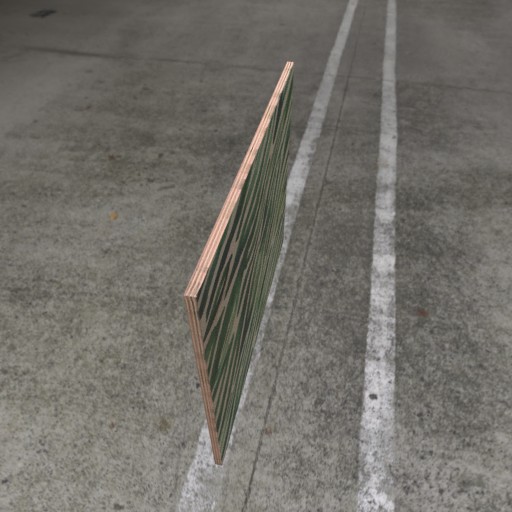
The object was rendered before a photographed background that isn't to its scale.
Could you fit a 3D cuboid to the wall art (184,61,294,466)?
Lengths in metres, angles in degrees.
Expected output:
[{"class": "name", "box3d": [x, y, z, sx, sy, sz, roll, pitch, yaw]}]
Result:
[{"class": "wall art", "box3d": [0.000, 0.000, 0.704, 0.012, 0.408, 0.508, 9, 47, 9]}]
